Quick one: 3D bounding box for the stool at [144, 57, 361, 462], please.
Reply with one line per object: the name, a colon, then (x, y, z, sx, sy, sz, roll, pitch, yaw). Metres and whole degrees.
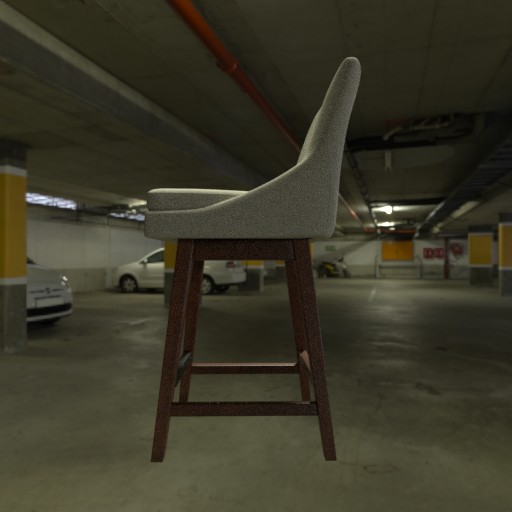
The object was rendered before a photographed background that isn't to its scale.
stool: (0.000, 0.000, 1.302, 0.559, 0.991, 0.469, 0, 0, -1)
